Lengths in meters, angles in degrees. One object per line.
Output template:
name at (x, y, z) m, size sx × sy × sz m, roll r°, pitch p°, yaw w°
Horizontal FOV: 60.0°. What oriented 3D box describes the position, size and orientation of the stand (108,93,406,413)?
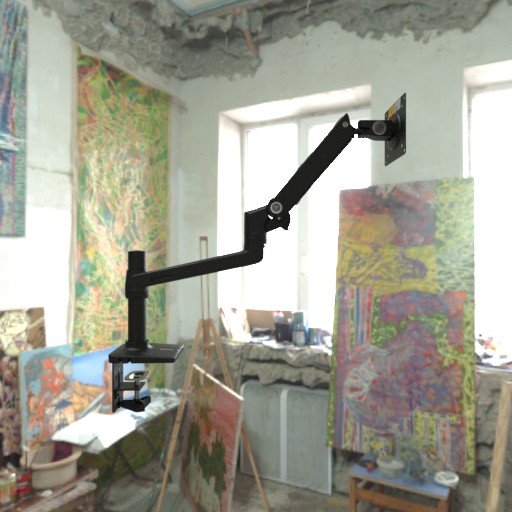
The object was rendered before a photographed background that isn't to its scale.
stand at (0.000, 0.000, 1.032) m, size 0.650 × 0.713 × 0.152 m, roll 0°, pitch 0°, yaw -1°
